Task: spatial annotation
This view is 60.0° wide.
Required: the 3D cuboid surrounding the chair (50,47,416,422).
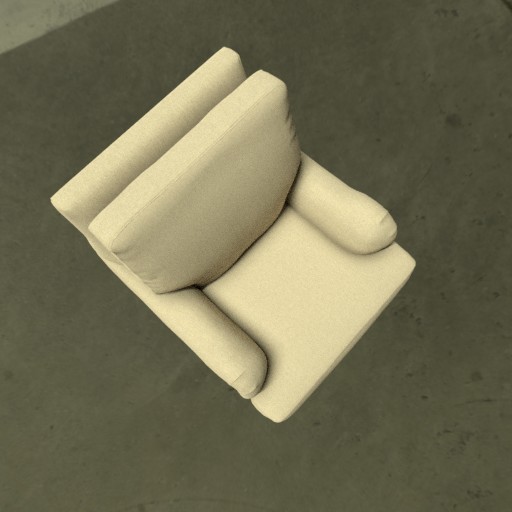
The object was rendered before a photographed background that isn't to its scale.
[{"bbox_3d":[0.000,0.000,1.841,1.078,1.076,0.895,42,78,11],"label":"chair"}]
